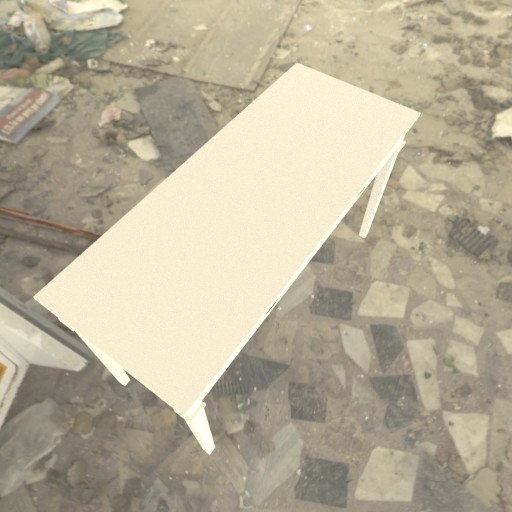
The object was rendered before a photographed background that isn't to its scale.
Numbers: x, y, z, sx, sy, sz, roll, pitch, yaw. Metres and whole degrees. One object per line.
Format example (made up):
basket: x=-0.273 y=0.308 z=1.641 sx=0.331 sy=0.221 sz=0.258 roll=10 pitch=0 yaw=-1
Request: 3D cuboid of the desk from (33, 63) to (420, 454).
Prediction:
desk: x=0.000 y=0.000 z=1.785 sx=0.559 sy=0.774 sz=1.372 roll=31 pitch=61 yaw=19
